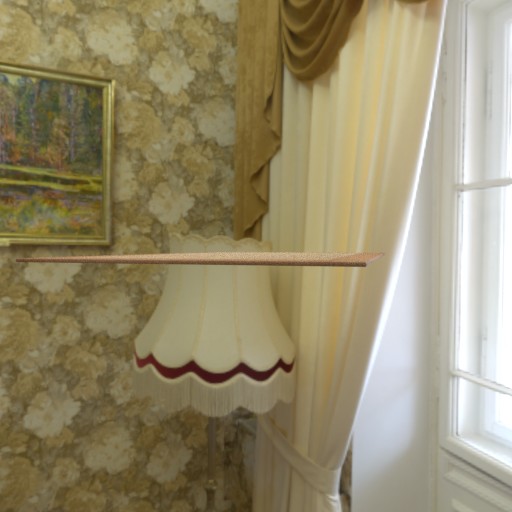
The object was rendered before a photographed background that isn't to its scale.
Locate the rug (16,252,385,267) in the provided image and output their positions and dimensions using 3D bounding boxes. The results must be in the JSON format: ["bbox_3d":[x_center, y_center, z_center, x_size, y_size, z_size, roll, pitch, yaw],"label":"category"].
[{"bbox_3d":[0.000,0.000,2.262,1.219,0.014,1.829,0,1,18],"label":"rug"}]
